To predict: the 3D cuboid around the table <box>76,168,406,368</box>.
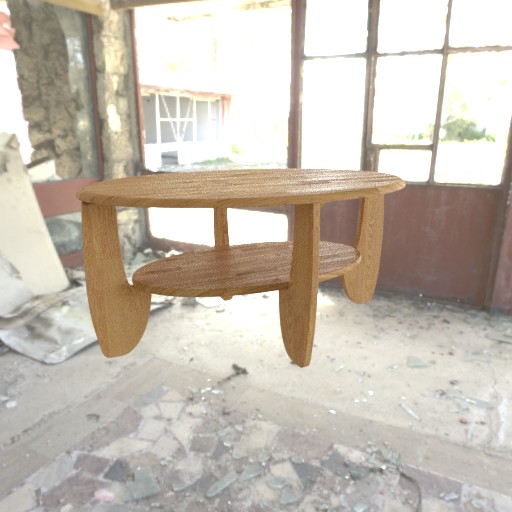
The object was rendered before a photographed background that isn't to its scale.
[{"bbox_3d":[0.000,0.000,1.433,1.040,0.490,0.690,-8,18,-25],"label":"table"}]
